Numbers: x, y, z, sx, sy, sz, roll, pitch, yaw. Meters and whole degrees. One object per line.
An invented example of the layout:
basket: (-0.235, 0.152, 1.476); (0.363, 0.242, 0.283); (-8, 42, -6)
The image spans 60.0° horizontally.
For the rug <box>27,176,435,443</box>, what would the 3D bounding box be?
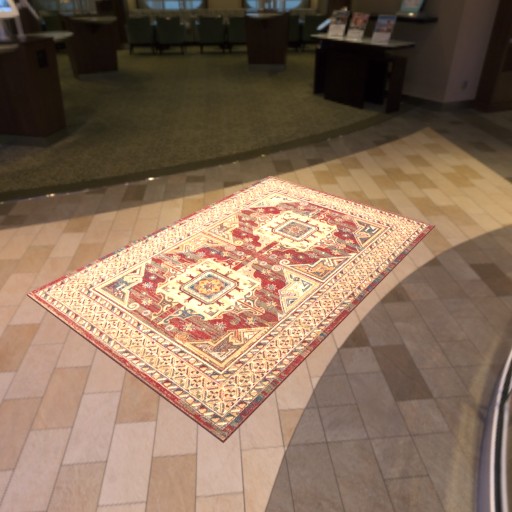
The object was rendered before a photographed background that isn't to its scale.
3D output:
rug: (0.000, 0.000, 5.763); (3.033, 0.033, 4.578); (23, 39, 32)
